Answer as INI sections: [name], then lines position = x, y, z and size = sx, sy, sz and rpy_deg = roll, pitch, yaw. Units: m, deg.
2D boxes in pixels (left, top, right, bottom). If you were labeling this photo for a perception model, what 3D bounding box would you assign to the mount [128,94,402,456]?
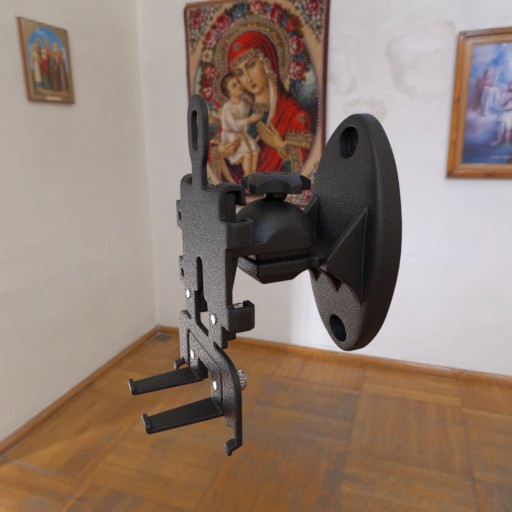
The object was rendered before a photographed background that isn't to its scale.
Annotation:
[mount]
position = 0.000, 0.000, 0.174
size = 0.100, 0.118, 0.066
rpy_deg = -8, 17, -25
